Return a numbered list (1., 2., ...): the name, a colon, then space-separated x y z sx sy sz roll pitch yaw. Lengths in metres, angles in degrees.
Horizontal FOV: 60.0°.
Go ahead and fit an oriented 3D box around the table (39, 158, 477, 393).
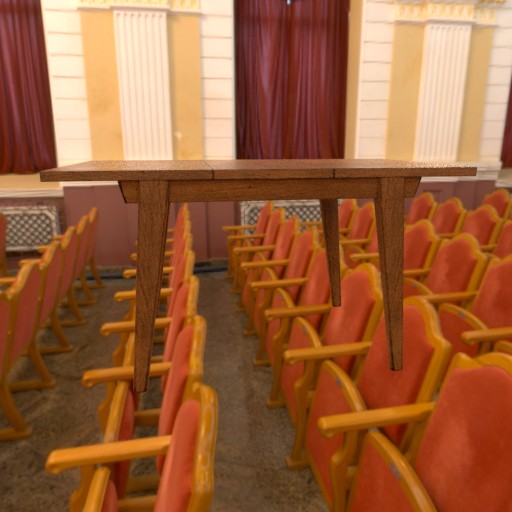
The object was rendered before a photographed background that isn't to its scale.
1. table: 0.000 0.000 1.855 1.400 0.760 0.757 -2 15 -9
